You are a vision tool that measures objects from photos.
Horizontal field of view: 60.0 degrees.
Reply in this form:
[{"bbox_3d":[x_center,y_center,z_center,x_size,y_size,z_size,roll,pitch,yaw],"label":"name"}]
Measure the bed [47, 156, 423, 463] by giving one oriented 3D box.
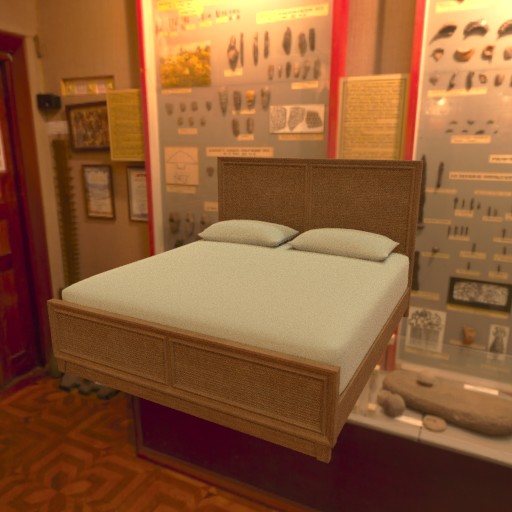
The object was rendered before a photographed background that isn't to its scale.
[{"bbox_3d":[0.000,0.000,3.394,2.003,1.387,2.184,8,16,27],"label":"bed"}]
